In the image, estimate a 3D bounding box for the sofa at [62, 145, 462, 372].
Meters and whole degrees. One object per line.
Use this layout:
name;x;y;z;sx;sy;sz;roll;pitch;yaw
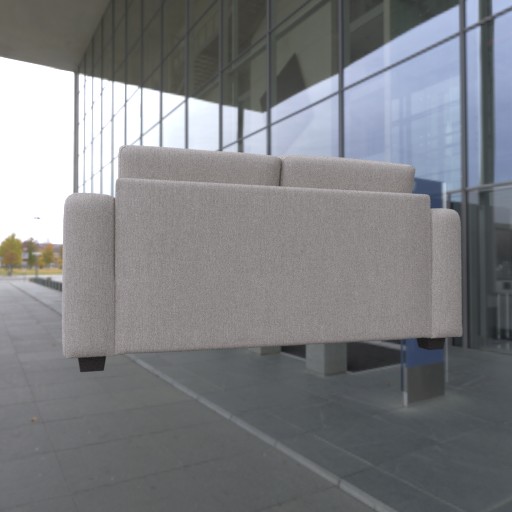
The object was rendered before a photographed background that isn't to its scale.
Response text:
sofa;0.000;0.000;2.028;1.540;0.800;0.900;0;-1;-17
